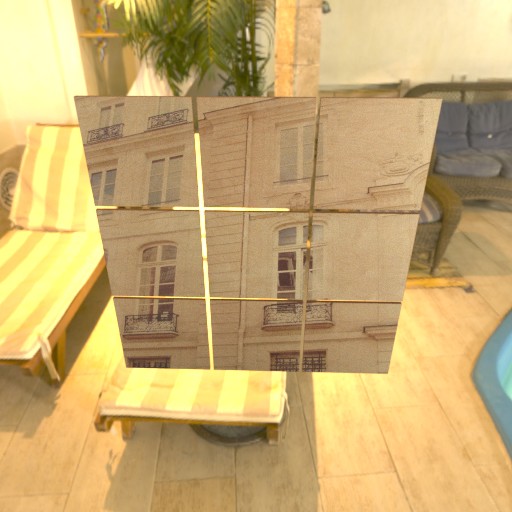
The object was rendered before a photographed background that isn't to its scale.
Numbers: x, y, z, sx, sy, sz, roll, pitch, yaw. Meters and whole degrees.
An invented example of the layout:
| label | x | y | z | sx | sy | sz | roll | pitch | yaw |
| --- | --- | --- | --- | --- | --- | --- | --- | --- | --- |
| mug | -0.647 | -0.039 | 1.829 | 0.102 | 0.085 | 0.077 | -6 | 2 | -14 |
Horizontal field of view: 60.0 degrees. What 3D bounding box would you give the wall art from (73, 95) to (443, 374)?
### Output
| label | x | y | z | sx | sy | sz | roll | pitch | yaw |
| --- | --- | --- | --- | --- | --- | --- | --- | --- | --- |
| wall art | 0.000 | 0.000 | 1.330 | 0.915 | 0.913 | 0.018 | 1 | 30 | 2 |
